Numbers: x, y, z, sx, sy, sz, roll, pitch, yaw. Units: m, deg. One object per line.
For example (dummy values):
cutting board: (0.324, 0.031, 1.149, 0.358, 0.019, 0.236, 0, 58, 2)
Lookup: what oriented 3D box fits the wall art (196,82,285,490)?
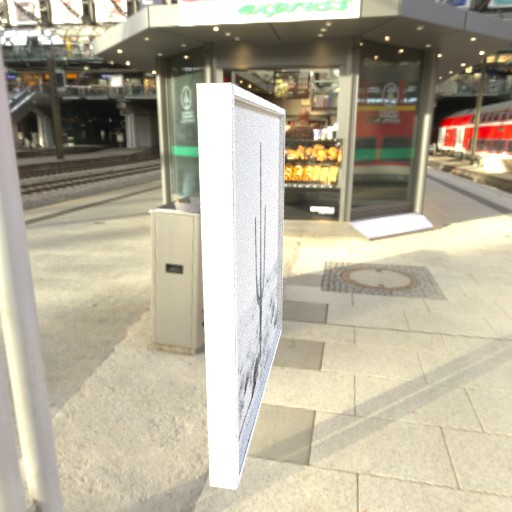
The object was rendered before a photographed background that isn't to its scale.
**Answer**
wall art: (0.000, 0.000, 0.768, 0.038, 0.508, 0.508, 3, 15, 10)
